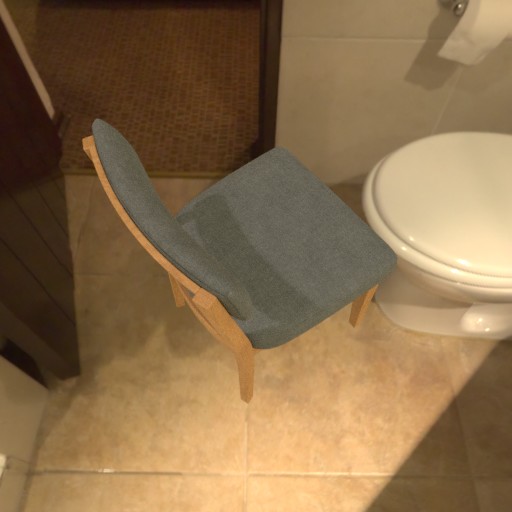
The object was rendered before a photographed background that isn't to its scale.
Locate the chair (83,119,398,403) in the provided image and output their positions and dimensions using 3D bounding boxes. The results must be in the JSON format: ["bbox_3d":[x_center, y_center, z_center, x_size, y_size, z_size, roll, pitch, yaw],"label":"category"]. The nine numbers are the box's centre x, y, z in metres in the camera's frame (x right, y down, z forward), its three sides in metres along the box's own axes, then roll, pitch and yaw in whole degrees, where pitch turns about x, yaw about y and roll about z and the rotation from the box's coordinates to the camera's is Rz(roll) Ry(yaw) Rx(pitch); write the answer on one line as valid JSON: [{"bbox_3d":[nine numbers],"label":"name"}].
[{"bbox_3d":[0.000,0.000,1.190,0.572,0.832,0.508,-32,63,-18],"label":"chair"}]
